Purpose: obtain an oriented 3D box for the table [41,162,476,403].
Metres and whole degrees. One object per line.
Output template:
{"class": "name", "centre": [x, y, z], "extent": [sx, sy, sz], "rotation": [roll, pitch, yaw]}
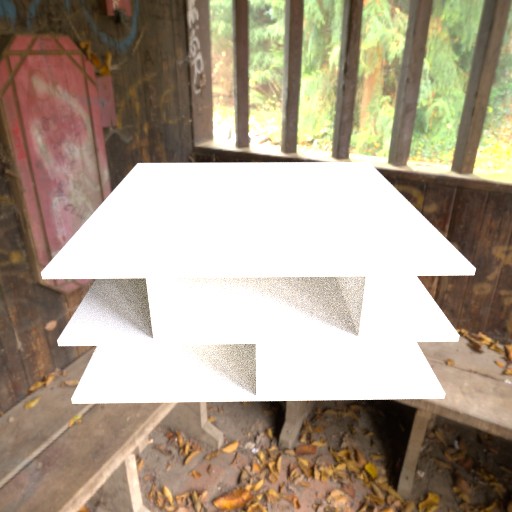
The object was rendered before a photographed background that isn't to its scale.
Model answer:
{"class": "table", "centre": [0.000, 0.000, 1.090], "extent": [0.700, 0.289, 0.700], "rotation": [0, 26, -1]}
